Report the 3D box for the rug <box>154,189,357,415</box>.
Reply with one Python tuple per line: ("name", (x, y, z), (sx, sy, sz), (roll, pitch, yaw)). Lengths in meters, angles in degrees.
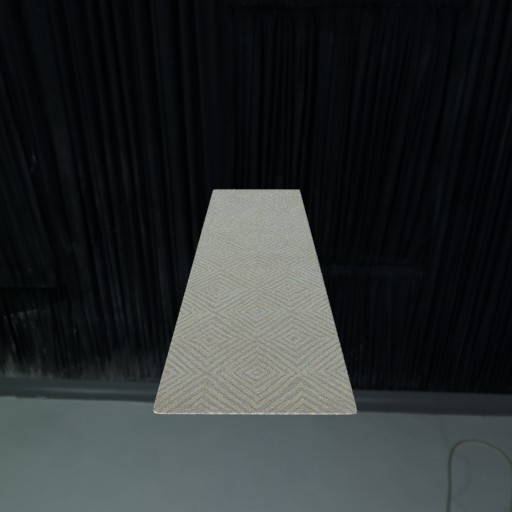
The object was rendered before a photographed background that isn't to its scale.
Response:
("rug", (0.000, 0.000, 2.470), (0.676, 0.008, 2.277), (0, 27, 0))
